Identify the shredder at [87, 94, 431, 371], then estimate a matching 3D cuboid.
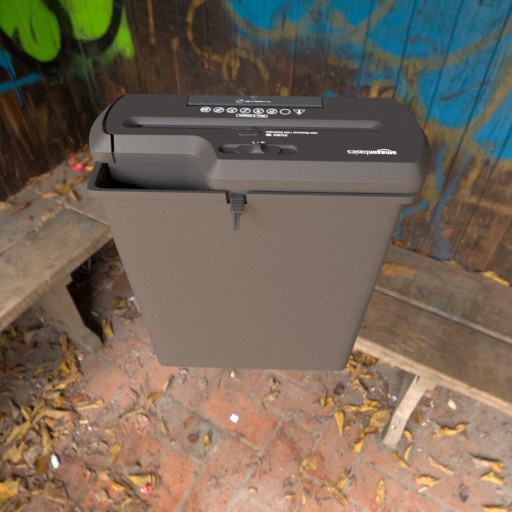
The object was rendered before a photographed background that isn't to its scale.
[{"bbox_3d":[0.000,0.000,0.516,0.320,0.335,0.170,1,46,1],"label":"shredder"}]
